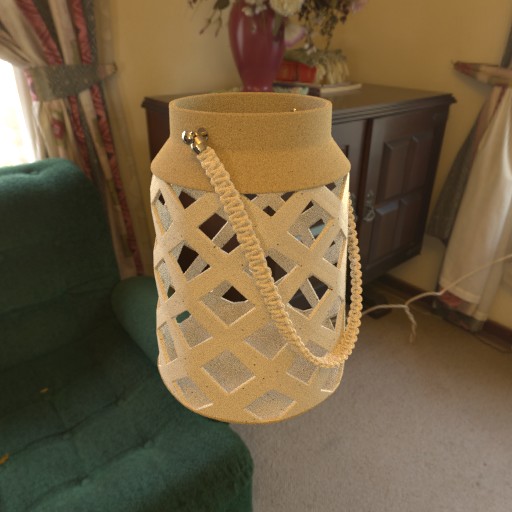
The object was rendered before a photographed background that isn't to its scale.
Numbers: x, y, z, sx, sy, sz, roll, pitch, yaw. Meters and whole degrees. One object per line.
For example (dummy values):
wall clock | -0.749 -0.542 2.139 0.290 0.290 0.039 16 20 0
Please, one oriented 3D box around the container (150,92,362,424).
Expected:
container | 0.000 0.000 0.346 0.172 0.229 0.163 17 31 31
